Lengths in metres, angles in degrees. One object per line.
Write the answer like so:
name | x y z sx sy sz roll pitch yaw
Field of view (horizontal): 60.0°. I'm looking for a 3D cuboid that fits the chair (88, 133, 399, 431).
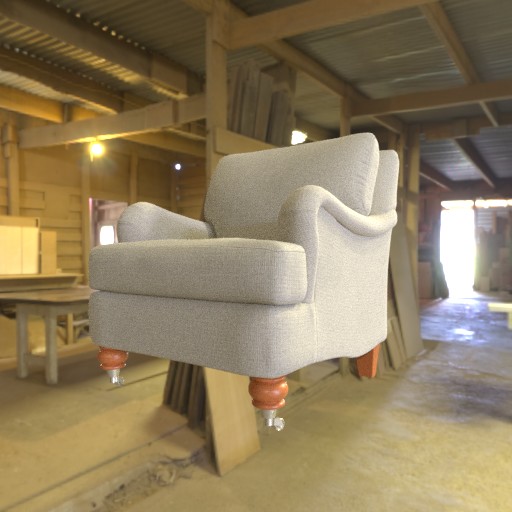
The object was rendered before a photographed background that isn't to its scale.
chair | 0.000 0.000 1.877 0.955 1.038 1.070 0 1 36
